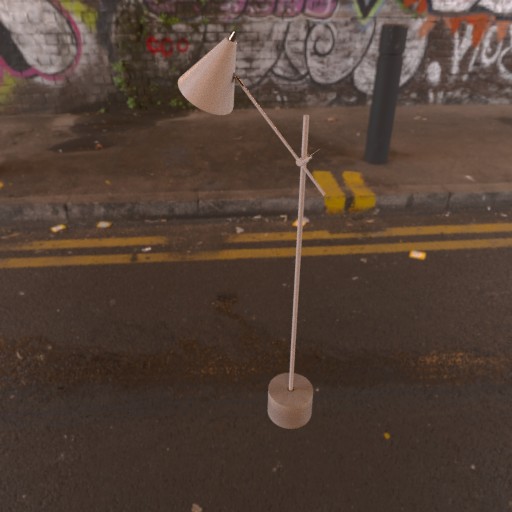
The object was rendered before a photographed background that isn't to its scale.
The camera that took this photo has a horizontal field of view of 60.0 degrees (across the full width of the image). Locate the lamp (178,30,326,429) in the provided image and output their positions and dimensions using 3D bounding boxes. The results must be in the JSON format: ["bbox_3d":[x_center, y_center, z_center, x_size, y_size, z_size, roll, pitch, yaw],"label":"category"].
[{"bbox_3d":[0.000,0.000,1.578,0.508,1.430,0.223,20,36,30],"label":"lamp"}]
